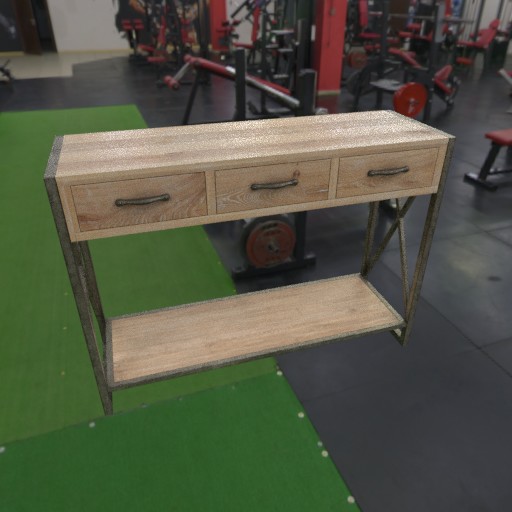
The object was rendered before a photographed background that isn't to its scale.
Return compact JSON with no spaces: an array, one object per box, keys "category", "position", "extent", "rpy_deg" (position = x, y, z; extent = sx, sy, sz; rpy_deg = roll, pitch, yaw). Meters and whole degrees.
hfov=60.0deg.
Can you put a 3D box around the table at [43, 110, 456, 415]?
[{"category":"table","position":[0.000,0.000,1.417],"extent":[1.059,0.763,0.361],"rpy_deg":[-9,32,-15]}]
